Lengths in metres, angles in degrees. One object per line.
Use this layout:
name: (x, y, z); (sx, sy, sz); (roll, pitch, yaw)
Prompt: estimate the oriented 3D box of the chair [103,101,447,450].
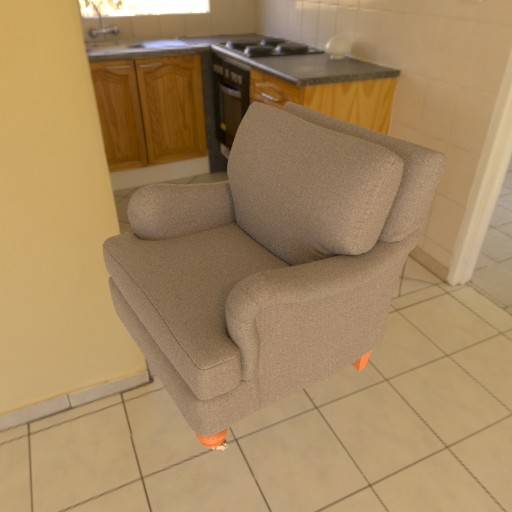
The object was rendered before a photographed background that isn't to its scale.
chair: (0.000, 0.000, 1.863); (1.070, 1.038, 0.955); (-21, 38, -28)
